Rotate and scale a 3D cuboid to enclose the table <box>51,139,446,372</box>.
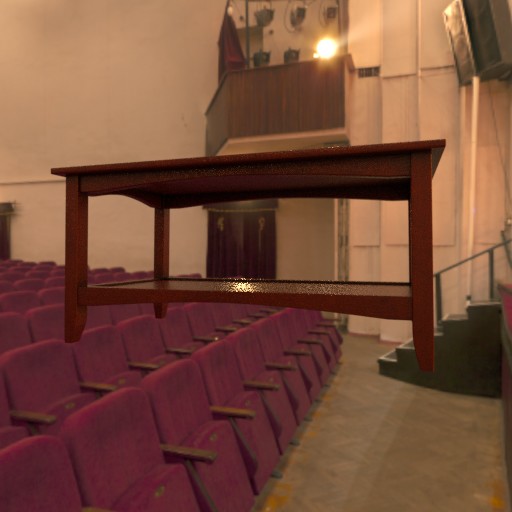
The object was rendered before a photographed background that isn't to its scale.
[{"bbox_3d":[0.000,0.000,1.250,0.943,0.456,0.533,0,0,18],"label":"table"}]
